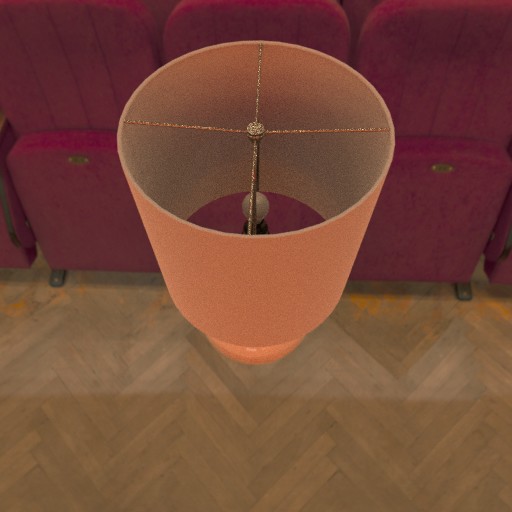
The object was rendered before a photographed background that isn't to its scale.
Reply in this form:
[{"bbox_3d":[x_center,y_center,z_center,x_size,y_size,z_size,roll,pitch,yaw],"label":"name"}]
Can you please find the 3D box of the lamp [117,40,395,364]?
[{"bbox_3d":[0.000,0.000,0.522,0.217,0.404,0.217,2,59,1],"label":"lamp"}]
